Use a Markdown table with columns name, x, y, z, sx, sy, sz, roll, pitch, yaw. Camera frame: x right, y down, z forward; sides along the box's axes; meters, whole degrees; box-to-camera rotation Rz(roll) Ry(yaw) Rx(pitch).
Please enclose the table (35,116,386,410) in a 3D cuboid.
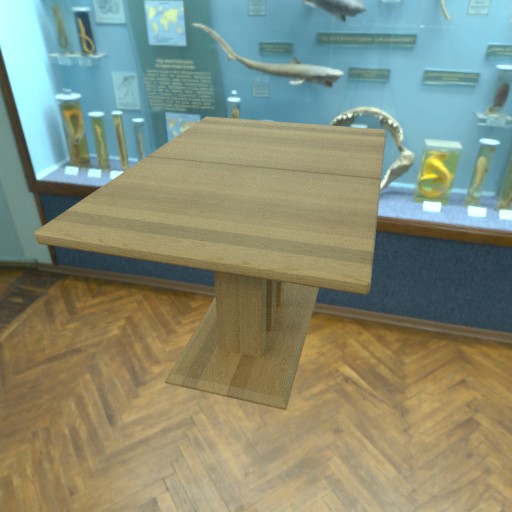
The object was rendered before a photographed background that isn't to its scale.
| name | x | y | z | sx | sy | sz | roll | pitch | yaw |
| --- | --- | --- | --- | --- | --- | --- | --- | --- | --- |
| table | 0.000 | 0.000 | 1.835 | 0.900 | 0.770 | 1.300 | 8 | 32 | 13 |
